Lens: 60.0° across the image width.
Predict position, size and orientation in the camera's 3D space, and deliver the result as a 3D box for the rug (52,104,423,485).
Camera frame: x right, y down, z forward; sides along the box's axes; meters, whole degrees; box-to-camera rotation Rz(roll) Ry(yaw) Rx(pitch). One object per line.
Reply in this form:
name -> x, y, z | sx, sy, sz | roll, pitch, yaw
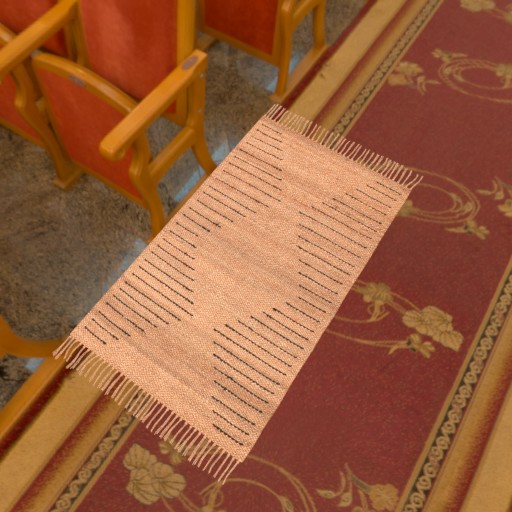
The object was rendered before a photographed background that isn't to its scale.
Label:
rug -> 0.000, 0.000, 2.043 | 0.905, 0.017, 1.718 | 31, 67, 15
